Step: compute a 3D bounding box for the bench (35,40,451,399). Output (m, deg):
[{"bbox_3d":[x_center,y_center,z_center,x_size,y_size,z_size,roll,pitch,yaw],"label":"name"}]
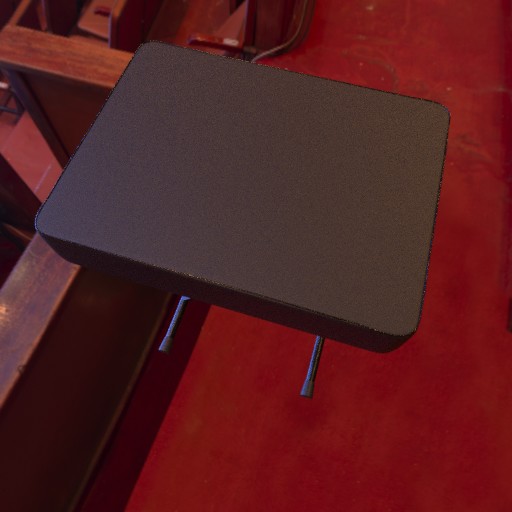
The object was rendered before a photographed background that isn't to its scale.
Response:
[{"bbox_3d":[0.000,0.000,0.744,0.424,0.500,0.321,15,65,7],"label":"bench"}]
